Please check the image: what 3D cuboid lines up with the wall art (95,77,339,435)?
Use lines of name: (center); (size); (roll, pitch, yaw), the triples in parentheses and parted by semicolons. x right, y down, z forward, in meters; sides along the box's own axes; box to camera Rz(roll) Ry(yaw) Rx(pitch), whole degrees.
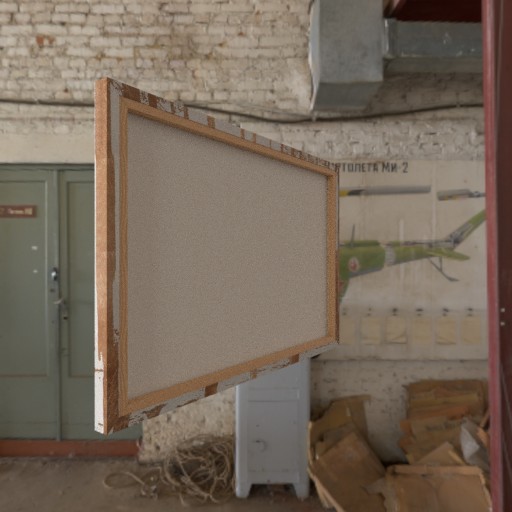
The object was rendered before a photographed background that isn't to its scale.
wall art: (0.000, 0.000, 1.133); (0.035, 0.609, 0.914); (0, 0, 36)
